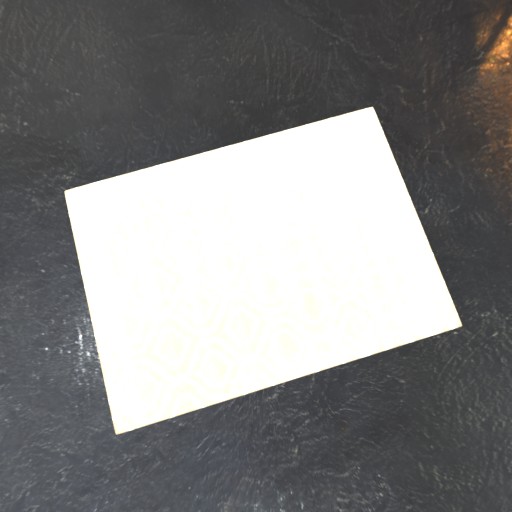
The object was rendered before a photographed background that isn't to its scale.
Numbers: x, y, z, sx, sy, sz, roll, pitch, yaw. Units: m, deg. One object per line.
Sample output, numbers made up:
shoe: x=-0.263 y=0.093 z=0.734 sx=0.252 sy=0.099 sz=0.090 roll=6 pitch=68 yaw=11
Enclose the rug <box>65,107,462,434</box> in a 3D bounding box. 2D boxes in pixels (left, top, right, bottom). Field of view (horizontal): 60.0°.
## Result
rug: x=0.000 y=0.000 z=4.357 sx=3.353 sy=0.010 sz=2.438 roll=-16 pitch=77 yaw=-4
